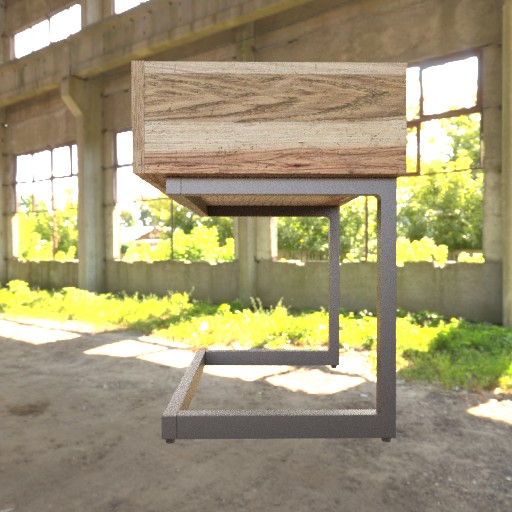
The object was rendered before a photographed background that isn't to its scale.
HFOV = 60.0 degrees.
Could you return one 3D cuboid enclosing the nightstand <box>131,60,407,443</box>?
[{"bbox_3d":[0.000,0.000,0.993,0.481,0.632,0.558,0,1,-1],"label":"nightstand"}]
